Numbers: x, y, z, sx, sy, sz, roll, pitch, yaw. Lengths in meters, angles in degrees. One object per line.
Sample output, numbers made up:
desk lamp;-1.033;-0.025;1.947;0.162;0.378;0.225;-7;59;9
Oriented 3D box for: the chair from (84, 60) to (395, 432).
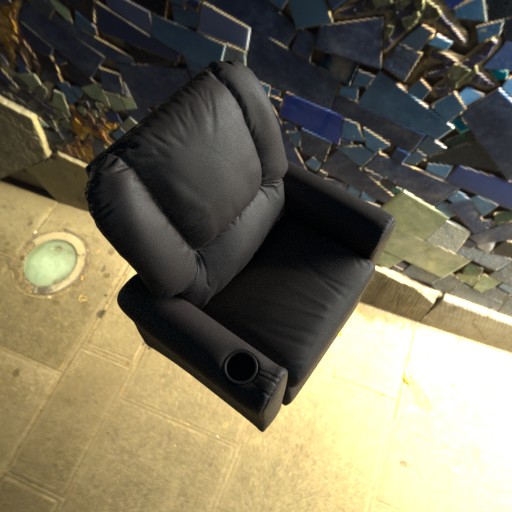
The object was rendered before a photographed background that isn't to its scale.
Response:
chair;0.000;0.000;1.100;0.521;0.709;0.610;32;65;18
